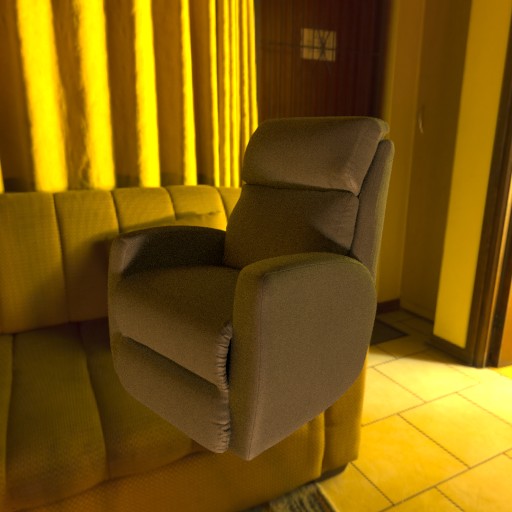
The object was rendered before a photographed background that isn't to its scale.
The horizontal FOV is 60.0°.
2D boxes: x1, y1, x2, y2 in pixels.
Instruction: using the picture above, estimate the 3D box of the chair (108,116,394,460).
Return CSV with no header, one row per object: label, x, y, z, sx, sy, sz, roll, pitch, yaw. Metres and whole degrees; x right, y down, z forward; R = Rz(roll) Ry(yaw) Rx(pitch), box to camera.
chair,0.000,0.000,1.672,0.794,1.016,0.940,14,21,41
